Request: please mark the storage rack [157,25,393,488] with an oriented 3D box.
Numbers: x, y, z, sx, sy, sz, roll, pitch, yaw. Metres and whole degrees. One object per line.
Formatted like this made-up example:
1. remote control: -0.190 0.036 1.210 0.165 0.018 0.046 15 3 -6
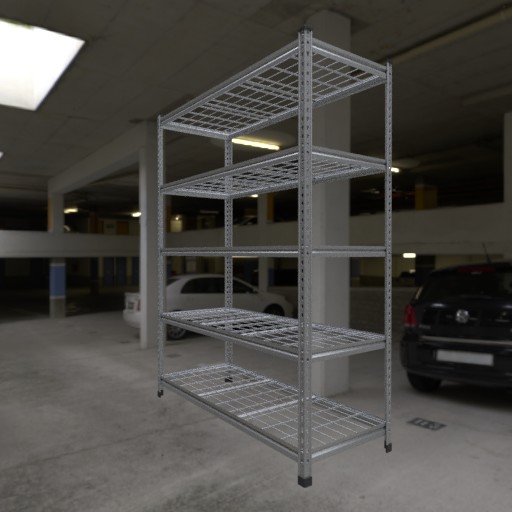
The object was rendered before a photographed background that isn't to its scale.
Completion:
1. storage rack: 0.000 0.000 2.685 0.610 1.981 1.524 0 1 -37
